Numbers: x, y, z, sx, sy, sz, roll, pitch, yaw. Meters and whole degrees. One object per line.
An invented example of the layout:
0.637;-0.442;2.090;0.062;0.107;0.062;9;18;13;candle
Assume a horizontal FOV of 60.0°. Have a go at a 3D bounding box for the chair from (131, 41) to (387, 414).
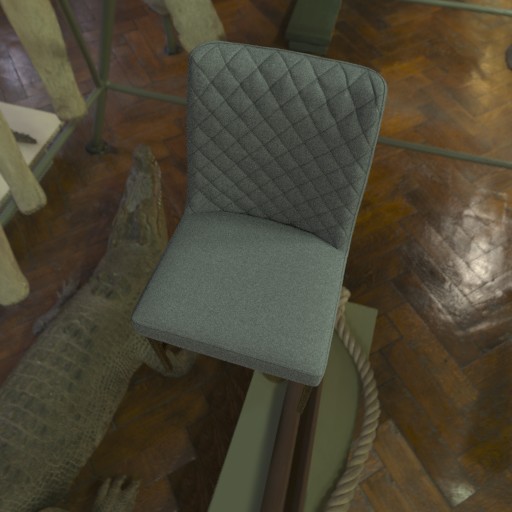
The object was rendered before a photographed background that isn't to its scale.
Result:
0.000;0.000;1.232;0.508;0.889;0.587;15;60;9;chair
